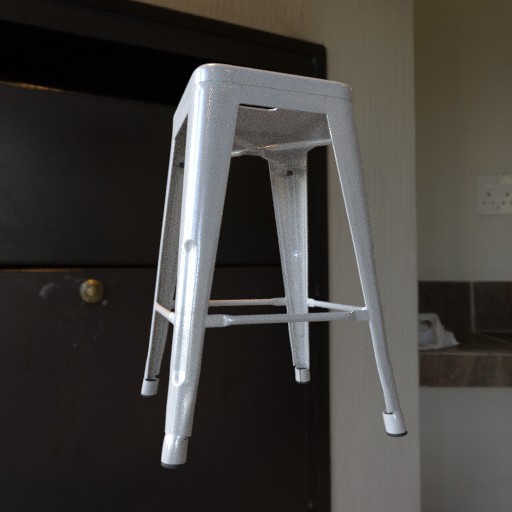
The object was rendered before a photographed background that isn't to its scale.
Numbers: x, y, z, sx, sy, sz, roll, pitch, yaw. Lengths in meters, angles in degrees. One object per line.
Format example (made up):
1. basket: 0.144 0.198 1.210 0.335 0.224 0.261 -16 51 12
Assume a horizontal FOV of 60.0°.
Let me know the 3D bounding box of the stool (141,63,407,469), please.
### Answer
1. stool: 0.000 0.000 0.870 0.406 0.610 0.406 1 -2 -19
